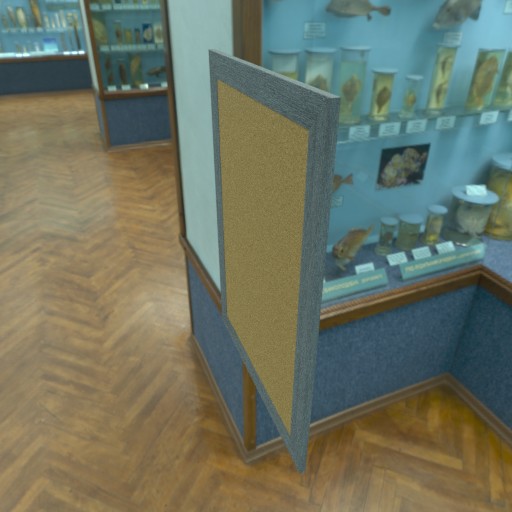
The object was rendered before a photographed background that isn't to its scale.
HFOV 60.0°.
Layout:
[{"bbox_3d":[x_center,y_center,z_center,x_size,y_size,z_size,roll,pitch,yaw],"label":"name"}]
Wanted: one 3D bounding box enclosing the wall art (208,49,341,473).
[{"bbox_3d":[0.000,0.000,1.348,0.020,1.070,0.768,-11,33,-18],"label":"wall art"}]
